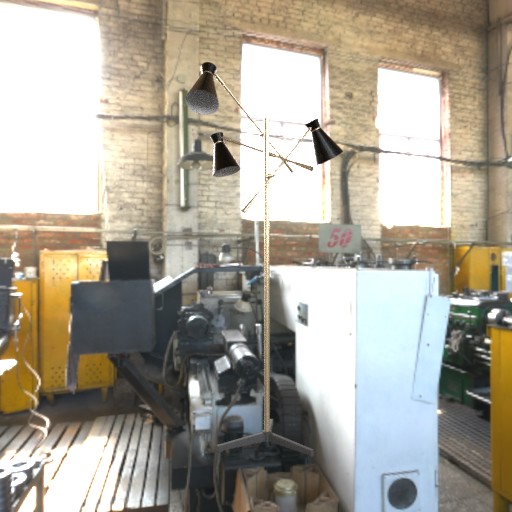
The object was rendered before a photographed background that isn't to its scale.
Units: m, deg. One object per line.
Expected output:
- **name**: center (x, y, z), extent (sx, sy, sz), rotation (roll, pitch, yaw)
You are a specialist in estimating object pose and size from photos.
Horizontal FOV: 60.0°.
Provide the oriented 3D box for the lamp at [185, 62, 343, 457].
- **lamp**: center (0.000, 0.000, 2.200), extent (0.653, 1.804, 0.750), rotation (-1, -1, 37)
